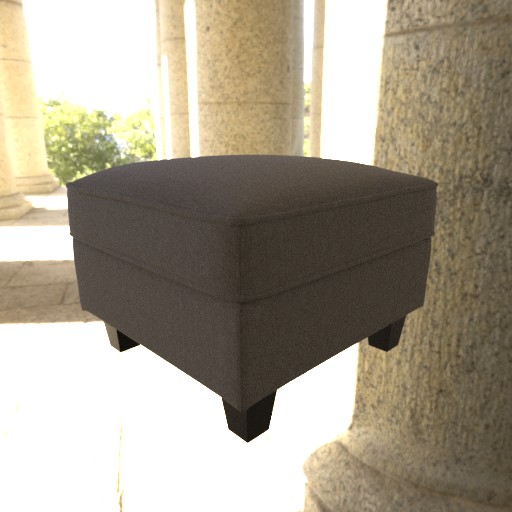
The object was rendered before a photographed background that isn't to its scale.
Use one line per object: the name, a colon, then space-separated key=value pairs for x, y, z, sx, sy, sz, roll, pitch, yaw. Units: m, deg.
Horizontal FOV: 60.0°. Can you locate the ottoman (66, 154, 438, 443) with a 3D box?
ottoman: x=0.000 y=0.000 z=1.388 sx=0.871 sy=0.612 sz=0.808 roll=-15 pitch=22 yaw=-42
